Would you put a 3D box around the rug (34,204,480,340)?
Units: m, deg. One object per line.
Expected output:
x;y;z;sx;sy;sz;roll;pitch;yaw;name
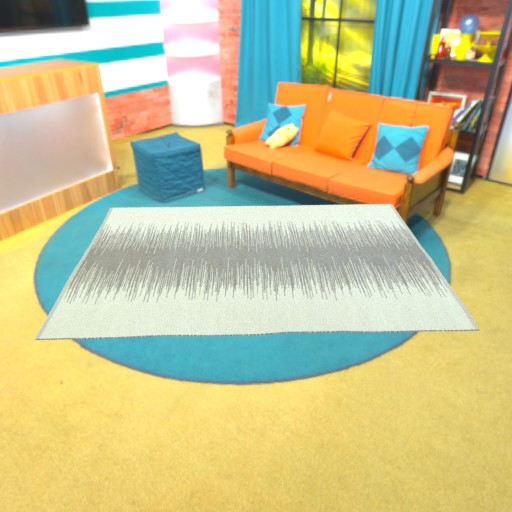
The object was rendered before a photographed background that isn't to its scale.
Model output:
0.000;0.000;2.313;1.815;0.007;1.226;-1;31;-2;rug
